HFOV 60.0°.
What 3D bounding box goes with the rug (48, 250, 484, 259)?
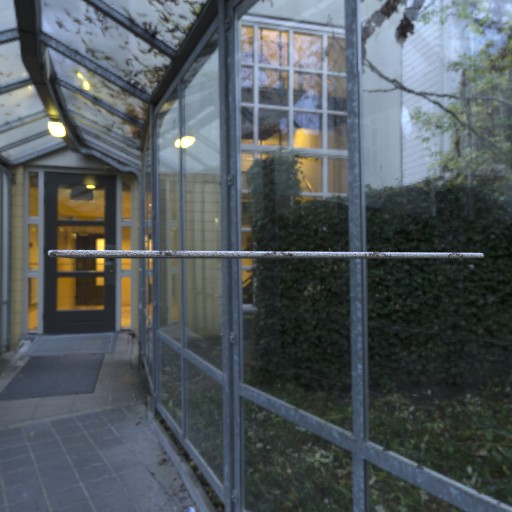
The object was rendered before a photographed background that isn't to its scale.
[{"bbox_3d":[0.000,0.000,3.022,2.438,0.030,1.524,0,-1,-20],"label":"rug"}]
